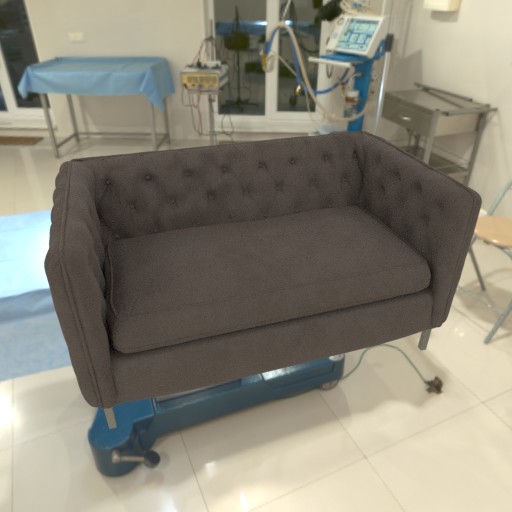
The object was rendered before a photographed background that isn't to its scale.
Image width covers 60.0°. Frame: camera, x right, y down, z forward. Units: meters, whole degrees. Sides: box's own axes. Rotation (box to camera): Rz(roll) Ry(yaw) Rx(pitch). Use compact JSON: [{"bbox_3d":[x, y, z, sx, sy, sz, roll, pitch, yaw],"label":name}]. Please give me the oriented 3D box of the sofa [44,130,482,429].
[{"bbox_3d":[0.000,0.000,2.006,1.583,0.810,0.909,-10,34,-15],"label":"sofa"}]
